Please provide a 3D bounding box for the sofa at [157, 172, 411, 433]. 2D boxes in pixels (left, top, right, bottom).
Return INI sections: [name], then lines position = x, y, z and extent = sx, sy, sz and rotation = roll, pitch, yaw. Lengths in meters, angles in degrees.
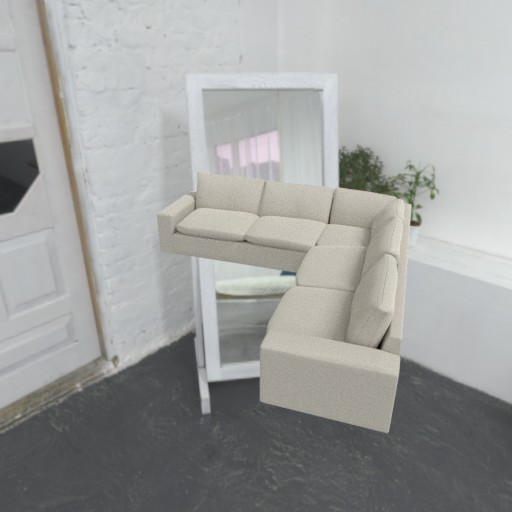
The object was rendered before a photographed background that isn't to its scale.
[sofa]
position = 0.000, 0.000, 4.755
extent = 3.066, 0.918, 3.206
rotation = 8, 27, 17
